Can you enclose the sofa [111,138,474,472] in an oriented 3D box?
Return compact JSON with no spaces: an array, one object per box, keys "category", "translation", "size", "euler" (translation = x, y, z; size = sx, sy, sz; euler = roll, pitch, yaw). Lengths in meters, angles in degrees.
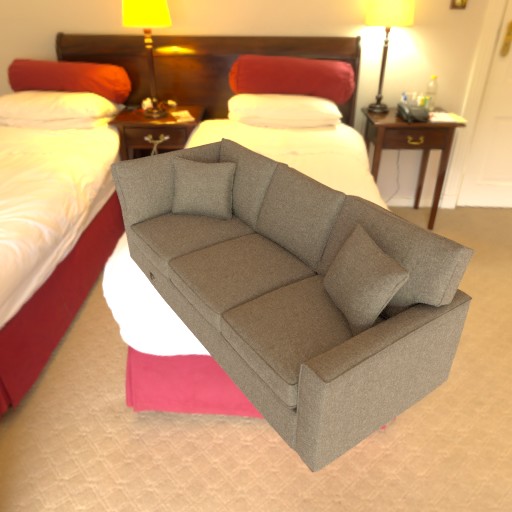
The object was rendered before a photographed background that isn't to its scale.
[{"category":"sofa","translation":[0.000,0.000,2.835],"size":[1.061,0.962,2.317],"euler":[-19,36,-29]}]
